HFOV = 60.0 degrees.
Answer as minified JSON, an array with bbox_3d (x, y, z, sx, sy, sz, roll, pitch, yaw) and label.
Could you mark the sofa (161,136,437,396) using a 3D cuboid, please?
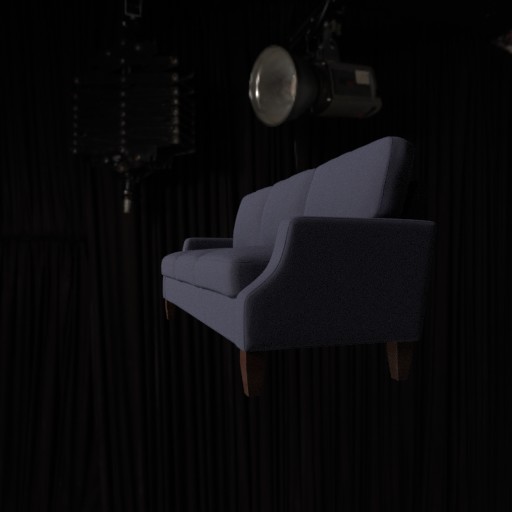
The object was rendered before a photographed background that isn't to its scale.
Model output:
[{"bbox_3d":[0.000,0.000,2.634,0.888,0.984,2.115,0,0,-19],"label":"sofa"}]
